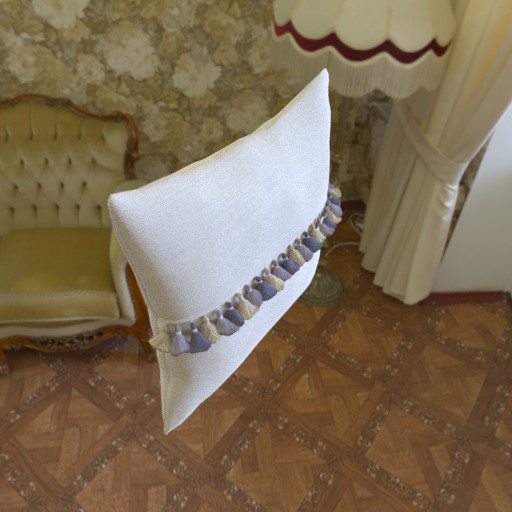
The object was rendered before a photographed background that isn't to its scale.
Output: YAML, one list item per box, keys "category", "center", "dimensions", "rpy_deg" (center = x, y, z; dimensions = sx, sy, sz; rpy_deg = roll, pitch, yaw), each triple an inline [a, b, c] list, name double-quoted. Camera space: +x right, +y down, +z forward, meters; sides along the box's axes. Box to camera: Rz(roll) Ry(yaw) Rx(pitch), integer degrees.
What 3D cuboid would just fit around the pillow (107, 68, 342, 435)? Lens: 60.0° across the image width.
- category: "pillow"
  center: [0.000, 0.000, 0.737]
  dimensions: [0.165, 0.481, 0.489]
  rpy_deg: [25, 47, 26]
